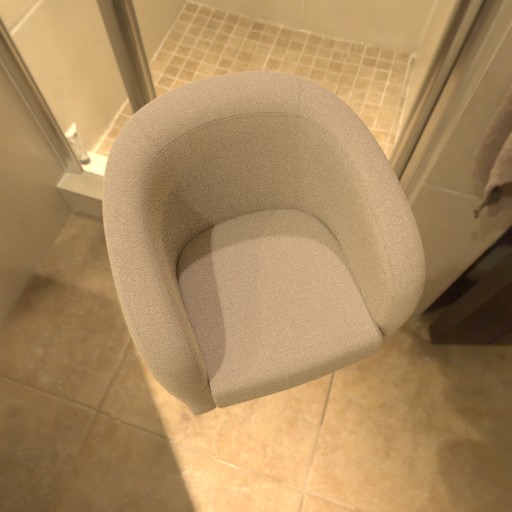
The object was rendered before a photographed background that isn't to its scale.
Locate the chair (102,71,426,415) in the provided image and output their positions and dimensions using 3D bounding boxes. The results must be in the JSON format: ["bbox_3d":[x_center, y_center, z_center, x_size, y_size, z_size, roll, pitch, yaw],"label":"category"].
[{"bbox_3d":[0.000,0.000,1.413,0.791,0.771,0.815,-17,64,-8],"label":"chair"}]
